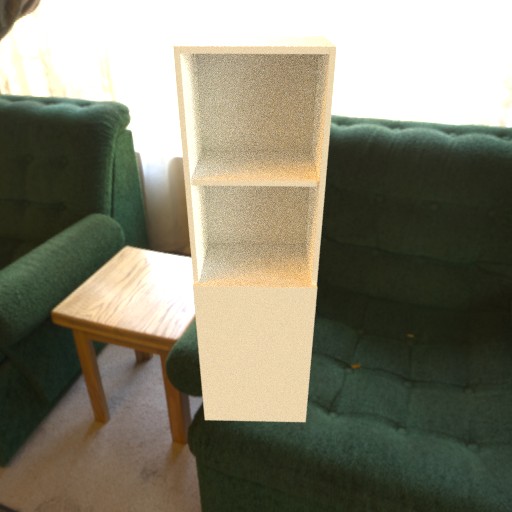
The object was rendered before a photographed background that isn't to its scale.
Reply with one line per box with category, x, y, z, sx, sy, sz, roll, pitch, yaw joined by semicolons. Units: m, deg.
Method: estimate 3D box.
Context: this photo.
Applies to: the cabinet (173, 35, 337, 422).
cabinet;0.000;0.000;1.540;0.400;1.350;0.300;1;31;1
